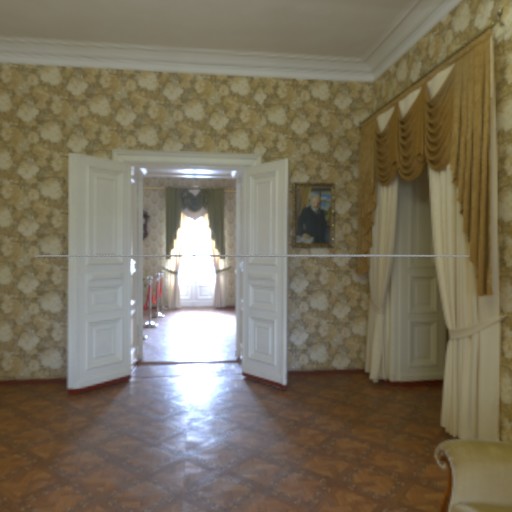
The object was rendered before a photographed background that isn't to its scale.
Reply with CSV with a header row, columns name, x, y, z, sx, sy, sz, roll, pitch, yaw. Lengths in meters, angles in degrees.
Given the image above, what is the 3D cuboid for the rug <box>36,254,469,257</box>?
name,x,y,z,sx,sy,sz,roll,pitch,yaw
rug,0.000,0.000,3.875,2.980,0.012,2.363,0,0,36
